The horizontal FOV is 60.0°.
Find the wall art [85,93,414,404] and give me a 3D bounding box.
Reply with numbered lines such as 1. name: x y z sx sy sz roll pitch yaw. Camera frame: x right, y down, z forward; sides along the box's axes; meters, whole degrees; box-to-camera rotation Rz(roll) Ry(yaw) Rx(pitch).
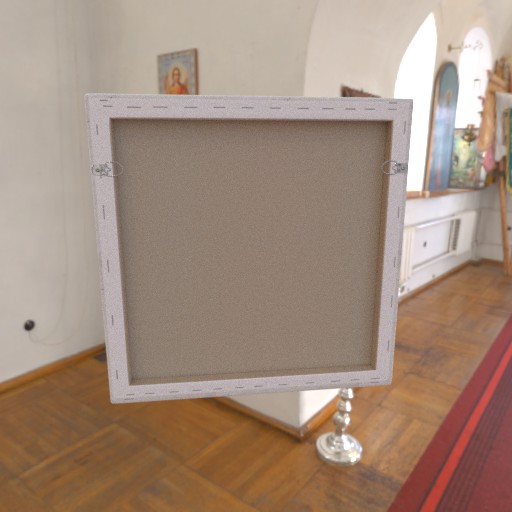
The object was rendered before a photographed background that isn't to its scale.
1. wall art: 0.000 0.000 1.119 0.762 0.762 0.038 -2 14 -7
